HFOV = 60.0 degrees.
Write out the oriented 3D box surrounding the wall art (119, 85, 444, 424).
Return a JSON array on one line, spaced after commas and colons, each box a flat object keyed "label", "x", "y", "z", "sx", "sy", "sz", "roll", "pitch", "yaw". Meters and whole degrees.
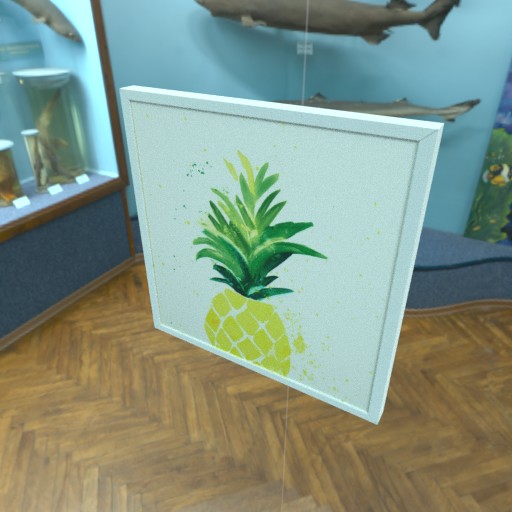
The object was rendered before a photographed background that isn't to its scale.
[{"label": "wall art", "x": 0.000, "y": 0.000, "z": 0.461, "sx": 0.307, "sy": 0.307, "sz": 0.020, "roll": 17, "pitch": 34, "yaw": 26}]
